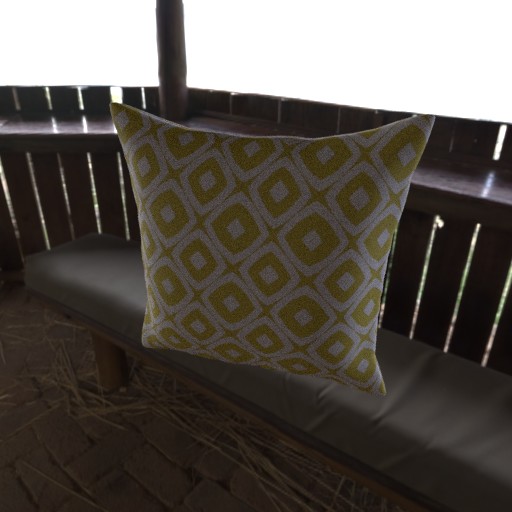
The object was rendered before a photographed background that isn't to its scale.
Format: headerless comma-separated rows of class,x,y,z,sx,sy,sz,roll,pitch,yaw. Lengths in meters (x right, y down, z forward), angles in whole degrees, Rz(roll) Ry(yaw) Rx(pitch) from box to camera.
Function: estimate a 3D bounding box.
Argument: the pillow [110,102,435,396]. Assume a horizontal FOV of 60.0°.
pillow,0.000,0.000,0.769,0.504,0.494,0.188,8,27,16
